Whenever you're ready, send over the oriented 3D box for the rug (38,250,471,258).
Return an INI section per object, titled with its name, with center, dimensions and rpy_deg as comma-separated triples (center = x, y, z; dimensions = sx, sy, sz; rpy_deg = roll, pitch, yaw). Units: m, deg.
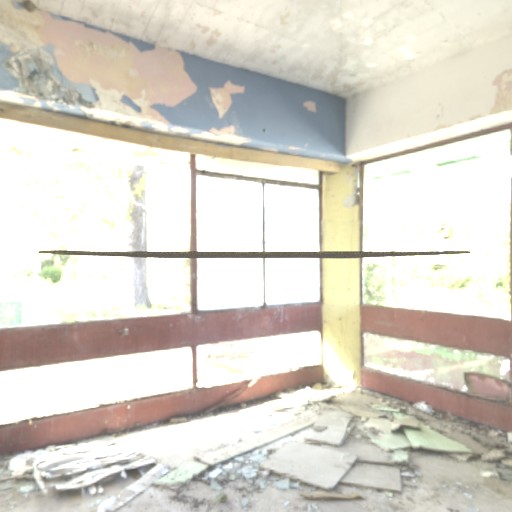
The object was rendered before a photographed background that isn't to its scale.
[rug]
center = 0.000, 0.000, 4.093
dimensions = 2.443, 0.024, 3.228
rpy_deg = 0, -1, 1
